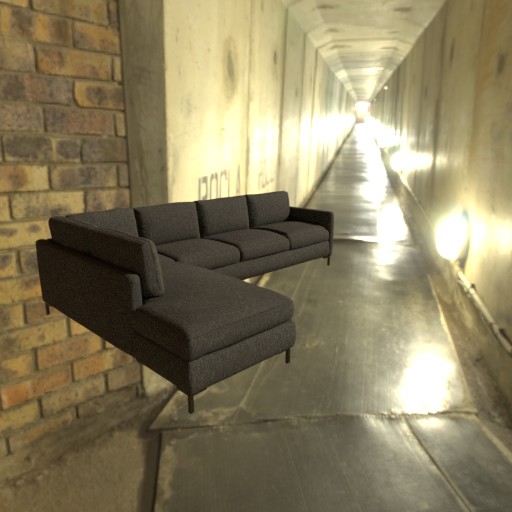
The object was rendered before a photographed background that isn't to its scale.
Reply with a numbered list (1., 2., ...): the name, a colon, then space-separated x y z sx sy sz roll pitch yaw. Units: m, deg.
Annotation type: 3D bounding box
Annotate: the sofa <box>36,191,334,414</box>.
1. sofa: 0.000 0.000 3.808 2.007 0.815 2.949 14 19 43
